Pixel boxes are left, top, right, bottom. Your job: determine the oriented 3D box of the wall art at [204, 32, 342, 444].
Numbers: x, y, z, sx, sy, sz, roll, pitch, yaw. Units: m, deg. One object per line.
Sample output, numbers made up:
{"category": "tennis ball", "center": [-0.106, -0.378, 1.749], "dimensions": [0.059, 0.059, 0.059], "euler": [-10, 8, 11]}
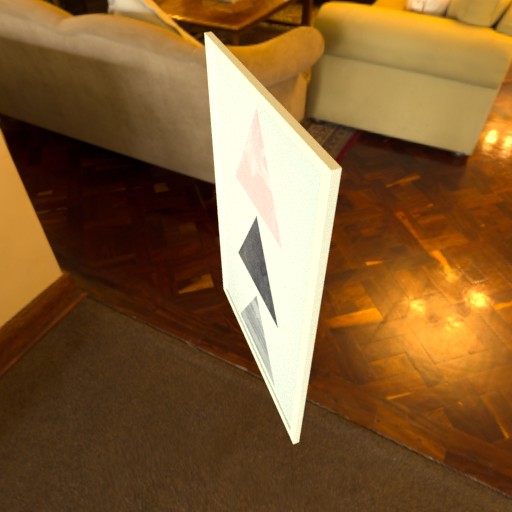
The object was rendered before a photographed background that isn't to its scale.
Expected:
{"category": "wall art", "center": [0.000, 0.000, 0.834], "dimensions": [0.013, 0.656, 0.456], "euler": [-15, 46, -15]}
